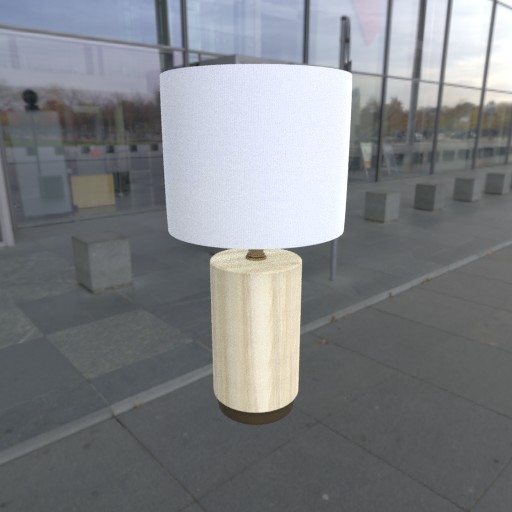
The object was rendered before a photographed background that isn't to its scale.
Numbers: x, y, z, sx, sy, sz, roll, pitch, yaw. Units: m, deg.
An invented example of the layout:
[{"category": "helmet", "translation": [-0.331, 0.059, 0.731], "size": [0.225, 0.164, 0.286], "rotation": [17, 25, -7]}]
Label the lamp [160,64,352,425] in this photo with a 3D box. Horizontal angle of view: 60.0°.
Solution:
[{"category": "lamp", "translation": [0.000, 0.000, 0.592], "size": [0.228, 0.444, 0.228], "rotation": [-8, 18, -25]}]
